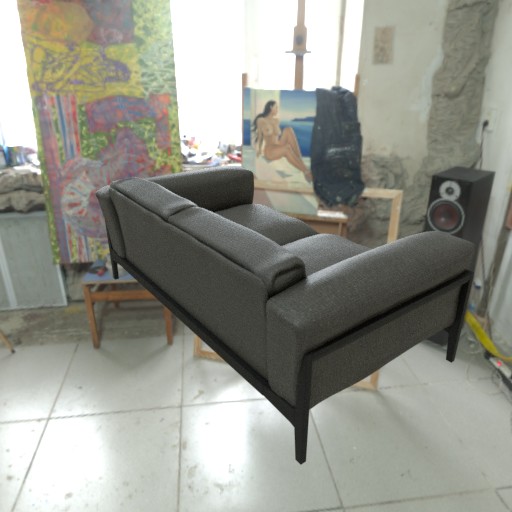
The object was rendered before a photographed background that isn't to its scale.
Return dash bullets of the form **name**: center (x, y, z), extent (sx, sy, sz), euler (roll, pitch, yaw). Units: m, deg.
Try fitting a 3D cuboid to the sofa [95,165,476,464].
- **sofa**: center (0.000, 0.000, 2.160), extent (0.960, 0.656, 1.690), euler (-17, 29, -33)
